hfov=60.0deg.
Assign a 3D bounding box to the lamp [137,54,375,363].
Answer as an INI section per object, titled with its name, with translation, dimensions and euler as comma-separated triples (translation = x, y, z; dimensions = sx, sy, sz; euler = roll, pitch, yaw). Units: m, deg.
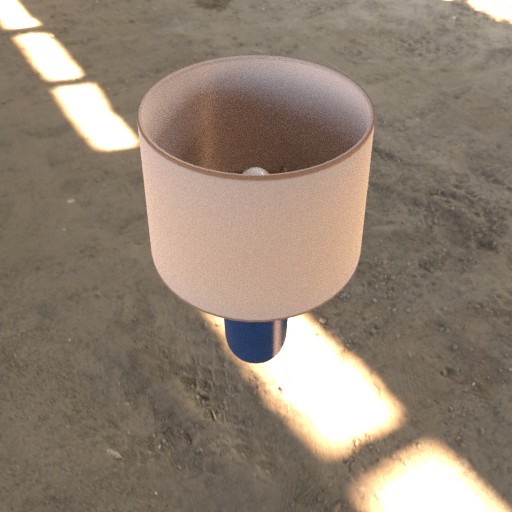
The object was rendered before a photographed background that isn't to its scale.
[lamp]
translation = 0.000, 0.000, 0.827
dimensions = 0.367, 0.609, 0.367
euler = 0, 47, 0
